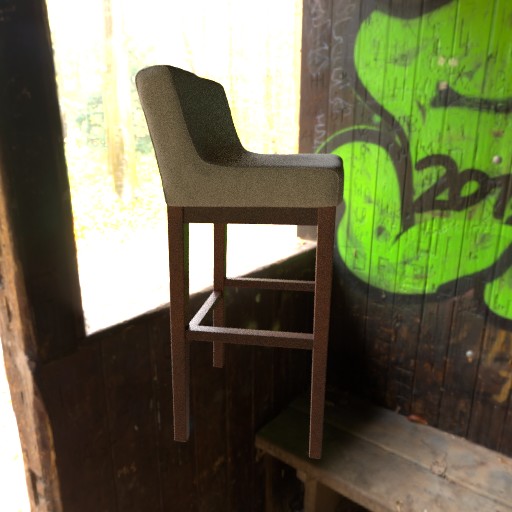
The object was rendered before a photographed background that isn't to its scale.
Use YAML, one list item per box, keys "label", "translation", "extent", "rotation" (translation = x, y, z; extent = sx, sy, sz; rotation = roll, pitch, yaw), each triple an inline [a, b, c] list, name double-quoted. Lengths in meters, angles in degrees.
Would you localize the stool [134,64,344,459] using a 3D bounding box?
- label: "stool"
  translation: [0.000, 0.000, 1.347]
  extent: [0.500, 1.037, 0.511]
  rotation: [3, 16, 10]
